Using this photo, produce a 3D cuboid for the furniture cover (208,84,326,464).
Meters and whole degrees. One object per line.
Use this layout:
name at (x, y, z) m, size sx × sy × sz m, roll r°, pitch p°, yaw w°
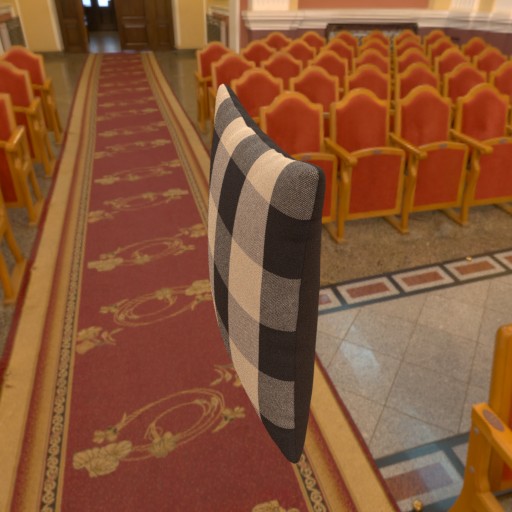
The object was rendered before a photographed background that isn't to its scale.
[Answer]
furniture cover at (0.000, 0.000, 0.807) m, size 0.161 × 0.509 × 0.511 m, roll -8°, pitch 32°, yaw -13°
